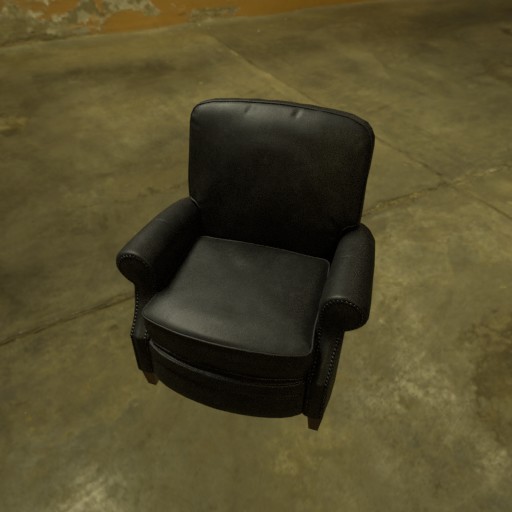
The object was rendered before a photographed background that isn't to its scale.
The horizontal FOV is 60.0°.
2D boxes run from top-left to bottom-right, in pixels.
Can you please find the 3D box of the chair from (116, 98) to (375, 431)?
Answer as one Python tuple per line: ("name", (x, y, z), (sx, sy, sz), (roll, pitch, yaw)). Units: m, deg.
("chair", (0.000, 0.000, 1.786), (0.936, 1.018, 0.986), (11, 41, 13))
